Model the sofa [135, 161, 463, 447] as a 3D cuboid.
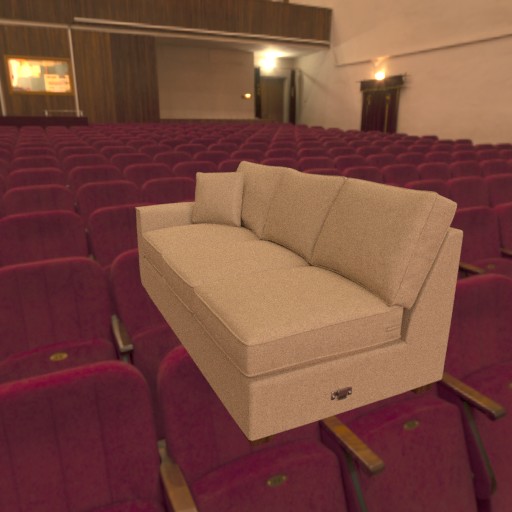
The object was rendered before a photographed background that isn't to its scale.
[{"bbox_3d":[0.000,0.000,2.565,1.034,0.946,1.962,-8,18,-25],"label":"sofa"}]
